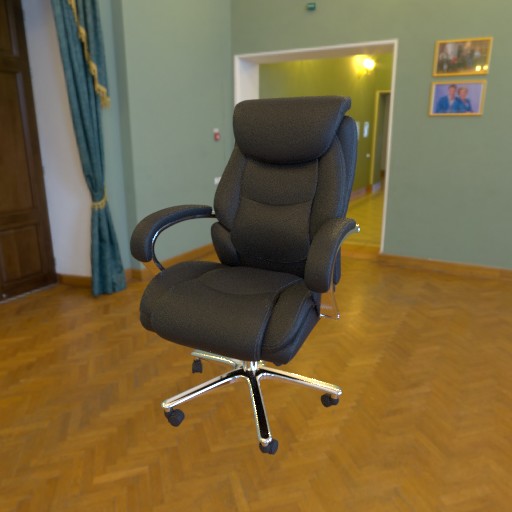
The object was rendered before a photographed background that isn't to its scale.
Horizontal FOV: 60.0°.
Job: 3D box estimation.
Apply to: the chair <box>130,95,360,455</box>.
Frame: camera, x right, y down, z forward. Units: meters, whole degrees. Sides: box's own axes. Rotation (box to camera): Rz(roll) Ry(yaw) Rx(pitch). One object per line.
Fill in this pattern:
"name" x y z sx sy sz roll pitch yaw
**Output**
"chair" 0.000 0.000 1.681 0.755 1.183 0.790 8 18 26
